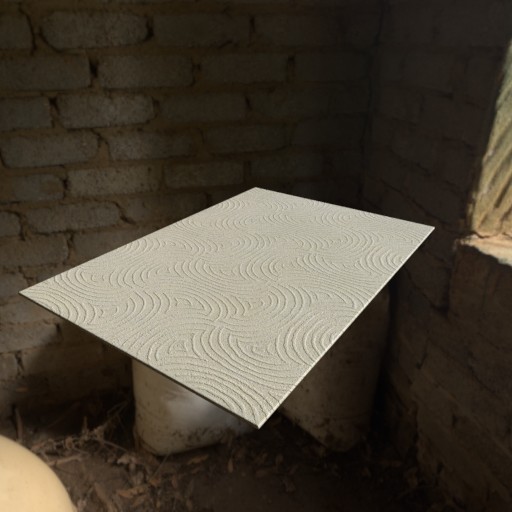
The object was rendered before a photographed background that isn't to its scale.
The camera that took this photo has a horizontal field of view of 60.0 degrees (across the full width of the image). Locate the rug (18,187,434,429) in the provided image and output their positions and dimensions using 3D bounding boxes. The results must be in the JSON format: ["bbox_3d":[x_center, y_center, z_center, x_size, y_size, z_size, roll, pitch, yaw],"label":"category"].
[{"bbox_3d":[0.000,0.000,2.687,1.526,0.015,2.132,18,32,31],"label":"rug"}]
